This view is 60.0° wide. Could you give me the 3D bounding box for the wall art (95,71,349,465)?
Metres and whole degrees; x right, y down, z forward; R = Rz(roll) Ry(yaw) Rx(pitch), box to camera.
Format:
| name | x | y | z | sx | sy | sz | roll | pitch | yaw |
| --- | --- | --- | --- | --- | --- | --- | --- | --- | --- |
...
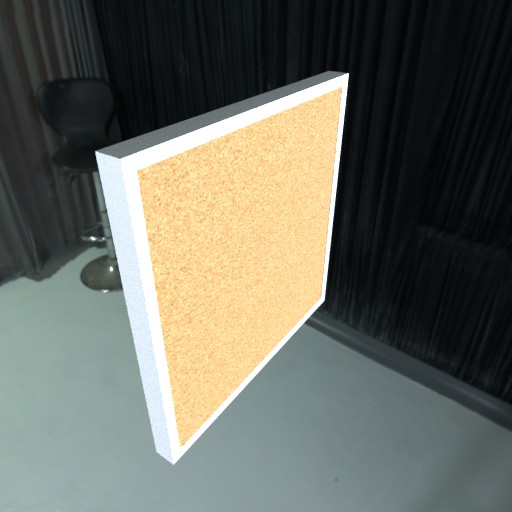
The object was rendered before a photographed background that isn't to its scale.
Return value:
| name | x | y | z | sx | sy | sz | roll | pitch | yaw |
| --- | --- | --- | --- | --- | --- | --- | --- | --- | --- |
| wall art | 0.000 | 0.000 | 0.747 | 0.038 | 0.505 | 0.506 | 21 | 38 | 29 |
